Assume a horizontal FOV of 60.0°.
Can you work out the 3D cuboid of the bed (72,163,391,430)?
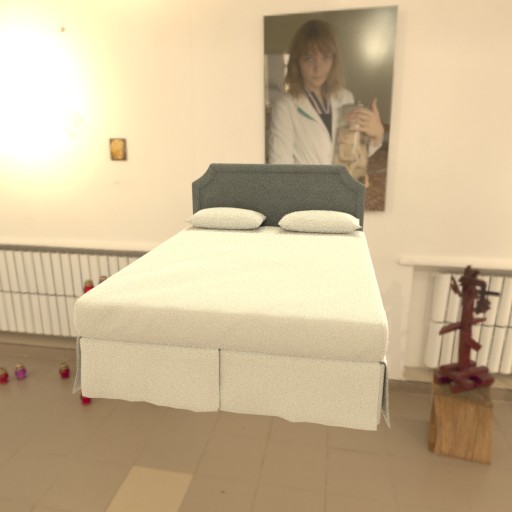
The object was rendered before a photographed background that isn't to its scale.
[{"bbox_3d":[0.000,0.000,3.620,1.977,1.306,2.464,3,16,10],"label":"bed"}]
